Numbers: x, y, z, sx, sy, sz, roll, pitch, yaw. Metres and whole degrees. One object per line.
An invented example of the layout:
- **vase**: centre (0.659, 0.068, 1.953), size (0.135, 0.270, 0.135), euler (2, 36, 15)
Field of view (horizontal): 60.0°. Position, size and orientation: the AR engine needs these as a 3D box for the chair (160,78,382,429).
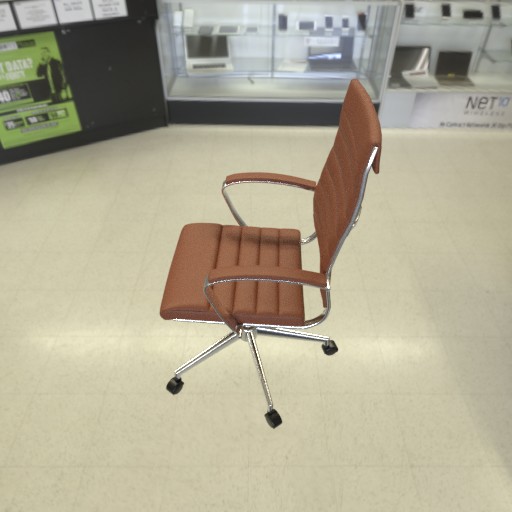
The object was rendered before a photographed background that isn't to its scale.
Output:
- **chair**: centre (0.000, 0.000, 1.639), size (0.739, 1.149, 0.766), euler (2, 42, 2)
